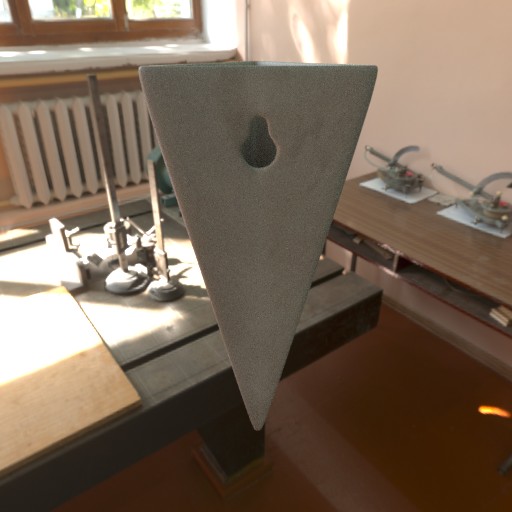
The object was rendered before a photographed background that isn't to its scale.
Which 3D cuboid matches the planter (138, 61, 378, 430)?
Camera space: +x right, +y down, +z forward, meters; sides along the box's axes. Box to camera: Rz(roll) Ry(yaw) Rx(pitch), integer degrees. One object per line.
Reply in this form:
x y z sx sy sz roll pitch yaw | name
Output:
0.000 0.000 0.272 0.101 0.224 0.081 -1 29 -2 | planter
